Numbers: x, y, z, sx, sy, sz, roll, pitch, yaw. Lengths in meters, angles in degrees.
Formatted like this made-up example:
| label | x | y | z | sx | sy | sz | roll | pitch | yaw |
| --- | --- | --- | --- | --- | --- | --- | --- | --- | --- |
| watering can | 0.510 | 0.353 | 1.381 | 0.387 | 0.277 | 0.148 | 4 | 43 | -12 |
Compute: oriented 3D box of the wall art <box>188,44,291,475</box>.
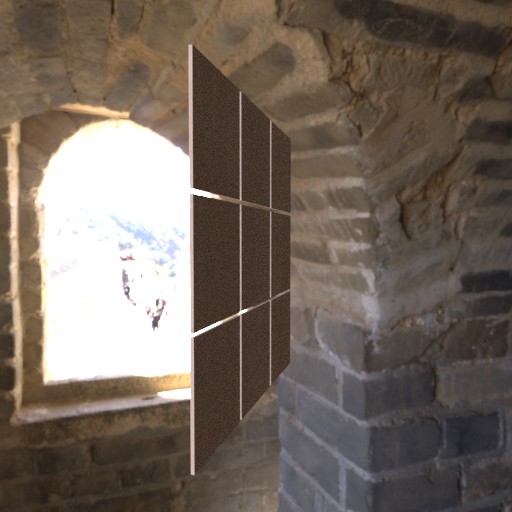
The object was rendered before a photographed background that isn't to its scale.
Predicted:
| label | x | y | z | sx | sy | sz | roll | pitch | yaw |
| --- | --- | --- | --- | --- | --- | --- | --- | --- | --- |
| wall art | 0.000 | 0.000 | 1.834 | 0.013 | 1.218 | 1.219 | 1 | 2 | 17 |
